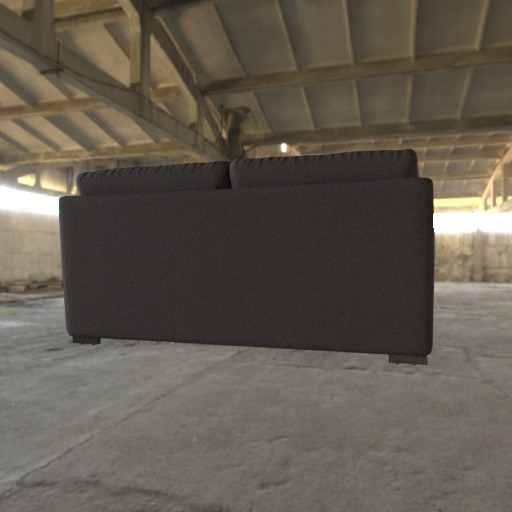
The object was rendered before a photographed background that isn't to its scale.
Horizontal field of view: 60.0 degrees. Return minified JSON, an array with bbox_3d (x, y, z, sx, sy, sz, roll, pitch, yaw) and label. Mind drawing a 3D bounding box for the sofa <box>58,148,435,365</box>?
[{"bbox_3d":[0.000,0.000,2.554,1.880,0.940,1.143,0,-1,17],"label":"sofa"}]
